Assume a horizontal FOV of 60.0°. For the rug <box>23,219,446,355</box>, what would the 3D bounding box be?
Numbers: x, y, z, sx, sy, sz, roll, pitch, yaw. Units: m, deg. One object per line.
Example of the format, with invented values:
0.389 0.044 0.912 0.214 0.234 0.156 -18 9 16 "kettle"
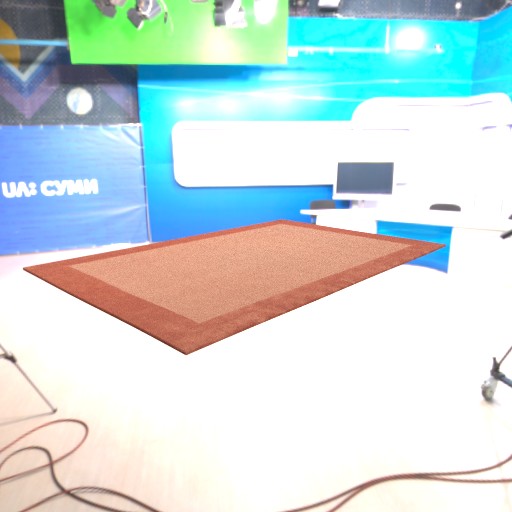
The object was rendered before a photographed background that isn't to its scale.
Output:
0.000 0.000 2.262 1.219 0.014 1.829 13 20 42 "rug"
